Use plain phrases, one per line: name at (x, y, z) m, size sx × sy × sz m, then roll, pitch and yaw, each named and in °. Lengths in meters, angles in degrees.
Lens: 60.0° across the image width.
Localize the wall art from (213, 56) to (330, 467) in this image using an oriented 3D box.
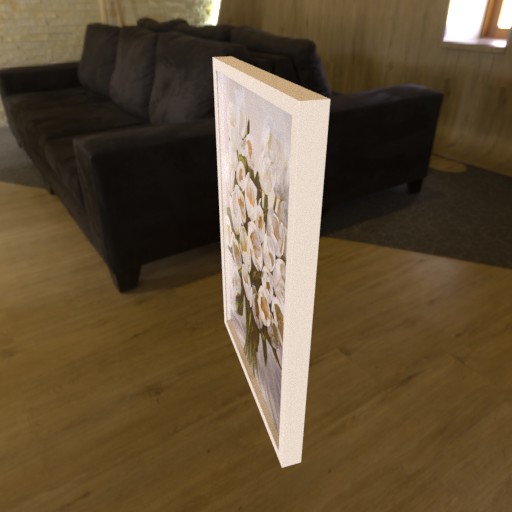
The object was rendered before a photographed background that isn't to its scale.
wall art at (0.000, 0.000, 0.852) m, size 0.038 × 0.657 × 0.450 m, roll -9°, pitch 31°, yaw -15°
